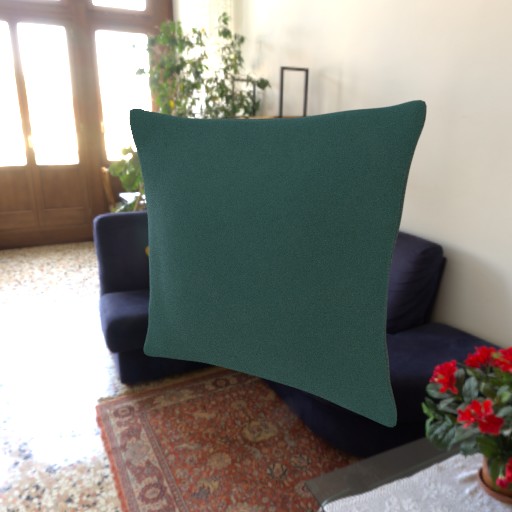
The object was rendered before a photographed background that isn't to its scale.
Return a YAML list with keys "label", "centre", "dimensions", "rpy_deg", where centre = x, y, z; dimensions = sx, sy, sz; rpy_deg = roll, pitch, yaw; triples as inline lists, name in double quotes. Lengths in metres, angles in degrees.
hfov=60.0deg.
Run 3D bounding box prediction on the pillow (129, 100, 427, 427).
- label: "pillow"
  centre: [0.000, 0.000, 0.640]
  dimensions: [0.433, 0.415, 0.151]
  rpy_deg: [8, 18, 27]
